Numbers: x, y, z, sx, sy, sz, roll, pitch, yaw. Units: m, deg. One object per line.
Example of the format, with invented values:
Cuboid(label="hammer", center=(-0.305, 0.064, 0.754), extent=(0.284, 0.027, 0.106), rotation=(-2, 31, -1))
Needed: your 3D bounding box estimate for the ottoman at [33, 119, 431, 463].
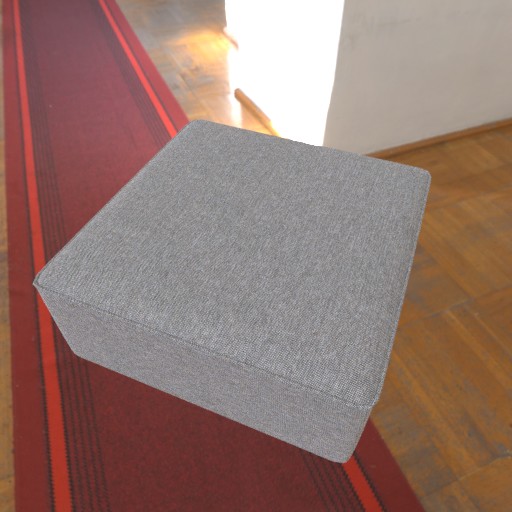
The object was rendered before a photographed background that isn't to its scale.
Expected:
Cuboid(label="ottoman", center=(0.000, 0.000, 1.572), extent=(1.005, 0.455, 1.005), rotation=(17, 49, 15))
